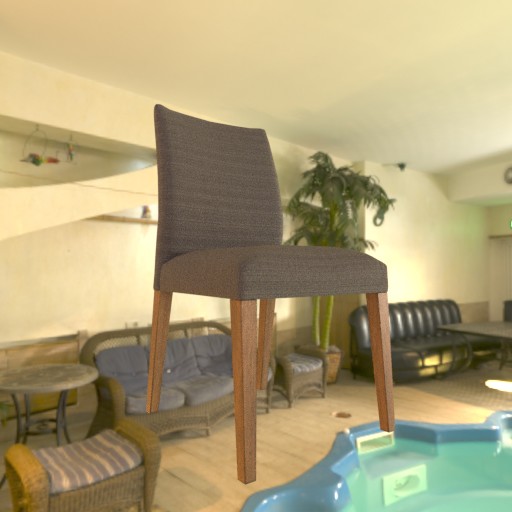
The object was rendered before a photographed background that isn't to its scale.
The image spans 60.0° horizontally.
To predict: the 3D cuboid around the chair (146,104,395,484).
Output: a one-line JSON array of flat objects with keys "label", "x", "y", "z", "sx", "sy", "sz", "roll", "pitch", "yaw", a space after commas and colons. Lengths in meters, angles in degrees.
[{"label": "chair", "x": 0.000, "y": 0.000, "z": 1.286, "sx": 0.496, "sy": 0.940, "sz": 0.585, "roll": 1, "pitch": -2, "yaw": -37}]
